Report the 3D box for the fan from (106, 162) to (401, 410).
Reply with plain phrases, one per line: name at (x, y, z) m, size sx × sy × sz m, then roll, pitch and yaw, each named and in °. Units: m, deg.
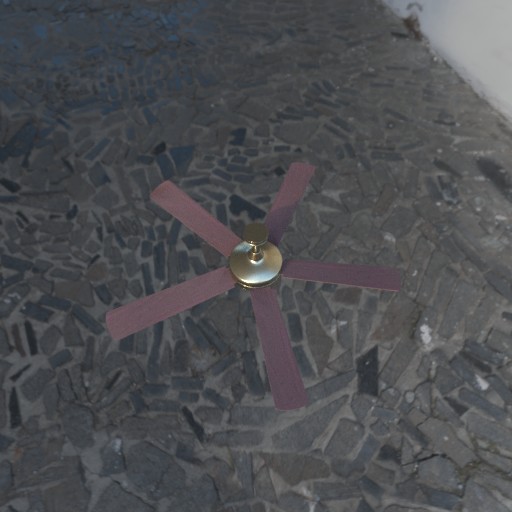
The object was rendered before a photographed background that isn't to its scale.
fan at (0.000, 0.000, 1.994) m, size 1.321 × 0.356 × 1.321 m, roll -2°, pitch 57°, yaw -1°
